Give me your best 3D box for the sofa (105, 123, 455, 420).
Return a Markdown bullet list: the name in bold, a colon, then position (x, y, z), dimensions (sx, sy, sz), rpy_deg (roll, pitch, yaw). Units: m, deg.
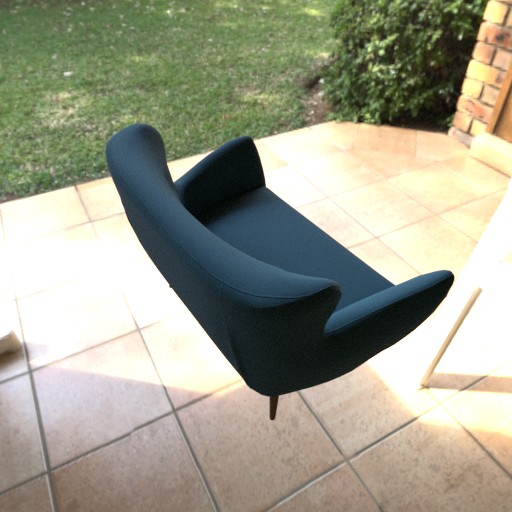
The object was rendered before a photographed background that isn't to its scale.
- **sofa**: position (0.000, 0.000, 1.975), dimensions (0.889, 0.889, 1.397), rpy_deg (-25, 47, -25)
